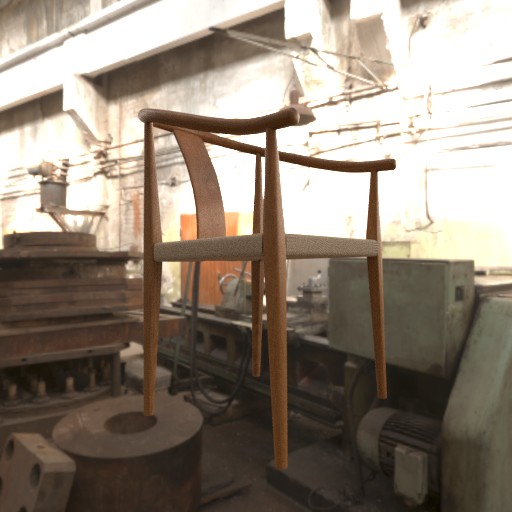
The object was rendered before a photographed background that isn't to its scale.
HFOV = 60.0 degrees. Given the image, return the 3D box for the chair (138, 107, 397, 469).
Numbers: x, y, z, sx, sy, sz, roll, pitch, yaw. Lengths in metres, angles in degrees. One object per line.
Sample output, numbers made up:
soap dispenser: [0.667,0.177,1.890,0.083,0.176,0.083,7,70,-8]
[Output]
chair: [0.000,0.000,1.191,0.579,0.800,0.556,0,0,37]
